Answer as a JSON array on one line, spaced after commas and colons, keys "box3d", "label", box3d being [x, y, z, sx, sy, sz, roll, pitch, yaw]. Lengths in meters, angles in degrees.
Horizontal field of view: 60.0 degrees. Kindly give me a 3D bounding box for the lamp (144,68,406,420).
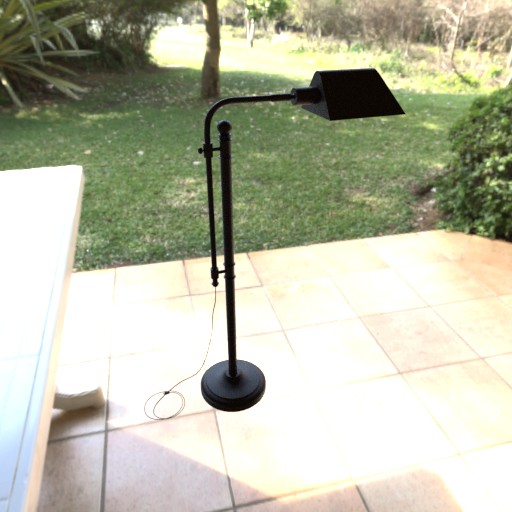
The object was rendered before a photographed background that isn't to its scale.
[{"box3d": [0.000, 0.000, 0.924, 0.545, 0.708, 0.159, -10, 31, -17], "label": "lamp"}]
